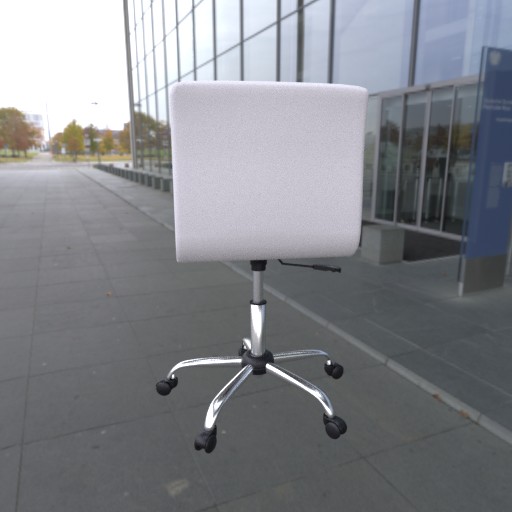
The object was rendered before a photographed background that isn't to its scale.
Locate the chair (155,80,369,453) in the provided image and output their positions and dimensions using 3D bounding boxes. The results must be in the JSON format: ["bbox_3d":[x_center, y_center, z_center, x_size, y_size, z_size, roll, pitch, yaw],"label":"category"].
[{"bbox_3d":[0.000,0.000,1.083,0.520,0.750,0.455,-2,13,-9],"label":"chair"}]
